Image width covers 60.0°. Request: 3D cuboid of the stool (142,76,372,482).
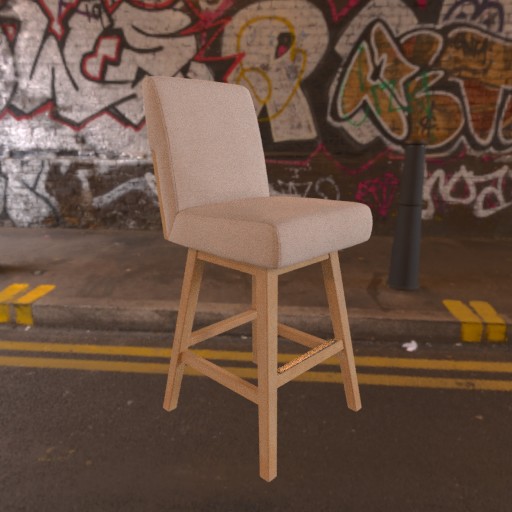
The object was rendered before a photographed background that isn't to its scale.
[{"bbox_3d":[0.000,0.000,1.317,0.543,1.015,0.446,14,21,42],"label":"stool"}]
